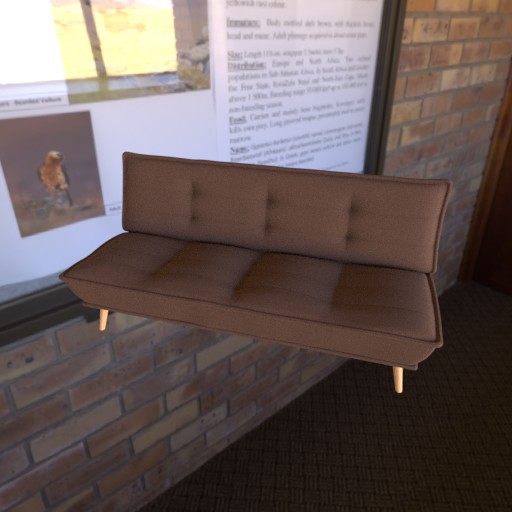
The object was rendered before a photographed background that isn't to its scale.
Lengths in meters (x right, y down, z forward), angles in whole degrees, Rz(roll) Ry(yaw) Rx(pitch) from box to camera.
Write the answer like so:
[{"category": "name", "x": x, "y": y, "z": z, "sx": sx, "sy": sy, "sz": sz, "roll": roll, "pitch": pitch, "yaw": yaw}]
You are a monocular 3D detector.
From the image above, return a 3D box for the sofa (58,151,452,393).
[{"category": "sofa", "x": 0.000, "y": 0.000, "z": 2.486, "sx": 1.940, "sy": 0.890, "sz": 0.950, "roll": 8, "pitch": 29, "yaw": 15}]
